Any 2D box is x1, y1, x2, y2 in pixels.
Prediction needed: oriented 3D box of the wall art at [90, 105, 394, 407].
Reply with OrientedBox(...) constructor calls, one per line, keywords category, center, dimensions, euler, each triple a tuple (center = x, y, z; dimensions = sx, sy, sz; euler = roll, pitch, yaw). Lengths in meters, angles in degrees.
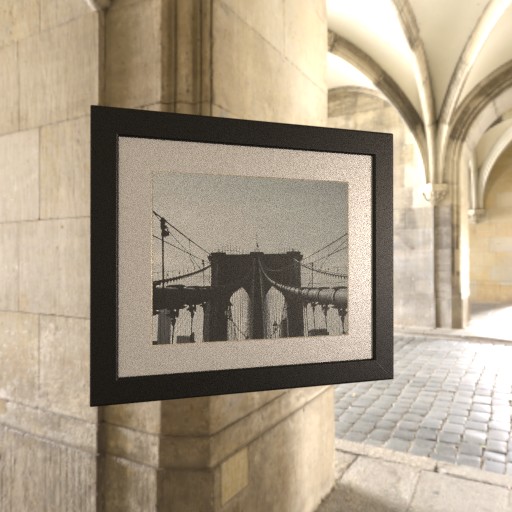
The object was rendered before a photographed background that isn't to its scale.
OrientedBox(category="wall art", center=(0.000, 0.000, 0.743), dimensions=(0.521, 0.450, 0.018), euler=(0, 0, -17))
